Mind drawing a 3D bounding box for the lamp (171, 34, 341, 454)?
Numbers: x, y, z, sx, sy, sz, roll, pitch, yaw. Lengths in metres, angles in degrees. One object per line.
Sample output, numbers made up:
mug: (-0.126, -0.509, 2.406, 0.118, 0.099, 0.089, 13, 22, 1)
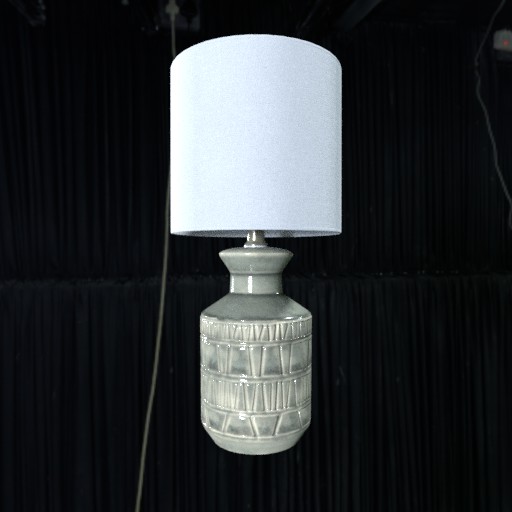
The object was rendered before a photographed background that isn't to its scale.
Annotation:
lamp: (0.000, 0.000, 0.560, 0.211, 0.455, 0.211, 0, 0, -19)
